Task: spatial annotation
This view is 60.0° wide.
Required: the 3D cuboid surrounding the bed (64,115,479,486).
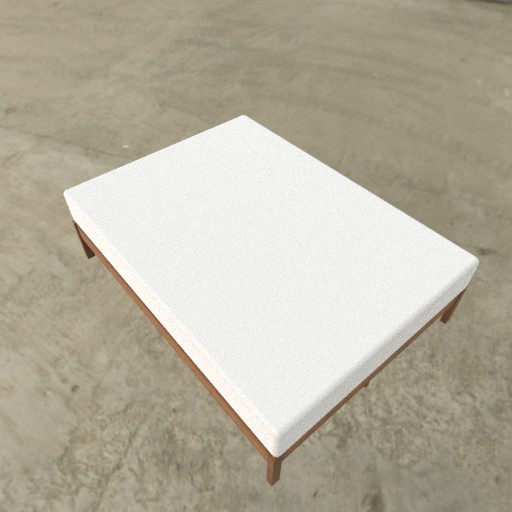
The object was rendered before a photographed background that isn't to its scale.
[{"bbox_3d":[0.000,0.000,2.825,1.529,0.593,2.050,-32,54,-26],"label":"bed"}]
